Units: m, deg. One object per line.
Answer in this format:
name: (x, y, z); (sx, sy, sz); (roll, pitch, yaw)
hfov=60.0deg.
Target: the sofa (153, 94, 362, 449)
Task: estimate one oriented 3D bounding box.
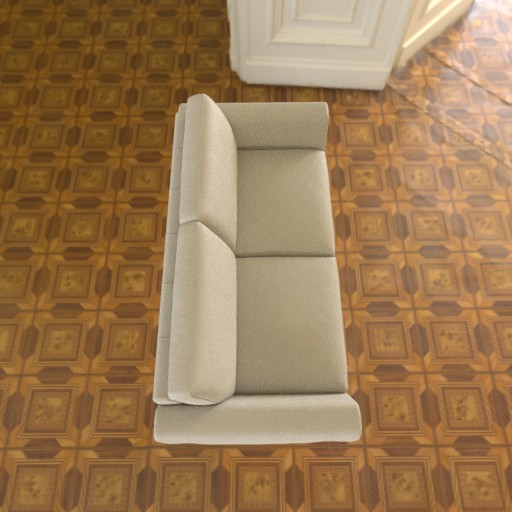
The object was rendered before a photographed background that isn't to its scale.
sofa: (0.000, 0.000, 2.569); (0.953, 0.875, 2.017); (-1, 65, 0)
